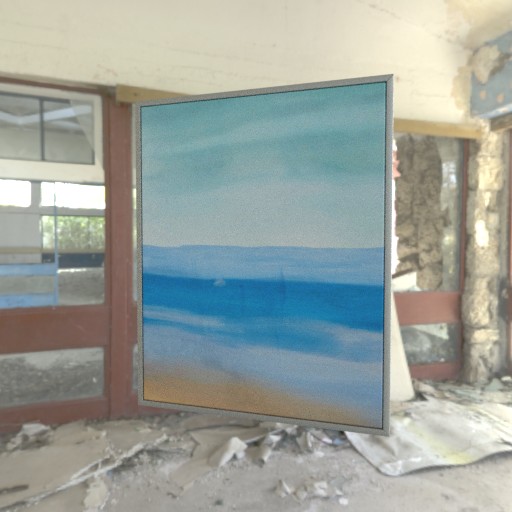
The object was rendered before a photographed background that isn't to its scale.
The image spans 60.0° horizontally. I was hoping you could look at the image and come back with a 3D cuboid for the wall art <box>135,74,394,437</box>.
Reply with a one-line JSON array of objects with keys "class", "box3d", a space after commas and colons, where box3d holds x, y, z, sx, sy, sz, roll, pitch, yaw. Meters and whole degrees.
[{"class": "wall art", "box3d": [0.000, 0.000, 0.759, 0.445, 0.553, 0.039, 1, 2, 17]}]
